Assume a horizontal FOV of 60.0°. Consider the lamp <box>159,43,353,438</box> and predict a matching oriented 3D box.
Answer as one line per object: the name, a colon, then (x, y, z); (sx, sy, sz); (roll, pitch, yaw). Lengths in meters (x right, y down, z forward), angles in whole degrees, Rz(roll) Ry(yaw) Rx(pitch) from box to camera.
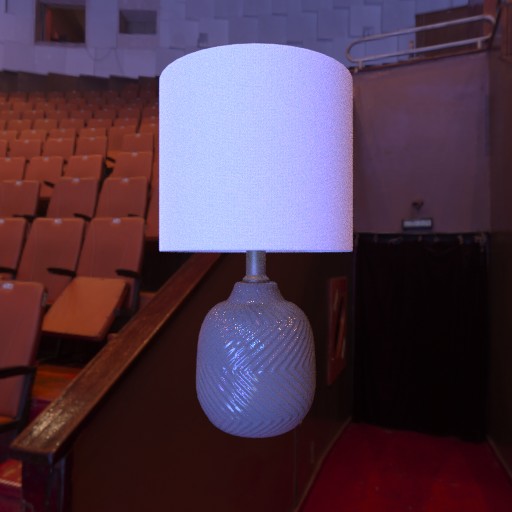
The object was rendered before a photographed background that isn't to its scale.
lamp: (0.000, 0.000, 0.484); (0.207, 0.366, 0.207); (0, 0, 19)
